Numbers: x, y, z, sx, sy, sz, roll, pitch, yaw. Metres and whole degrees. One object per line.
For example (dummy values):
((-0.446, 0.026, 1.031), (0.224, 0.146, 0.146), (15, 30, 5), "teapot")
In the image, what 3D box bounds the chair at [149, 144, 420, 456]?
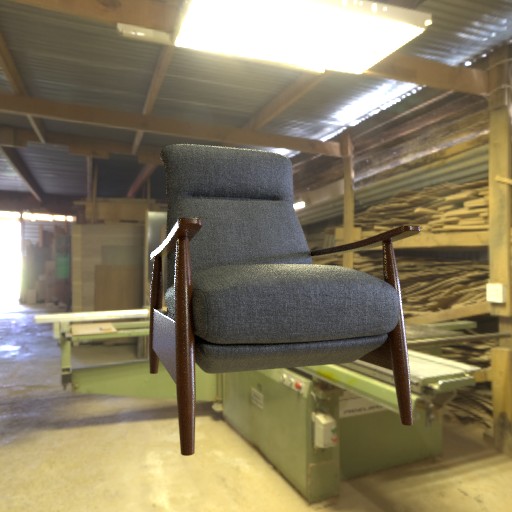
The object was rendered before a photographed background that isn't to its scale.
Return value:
((0.000, 0.000, 1.759), (0.762, 1.082, 1.030), (0, -1, -18), "chair")
